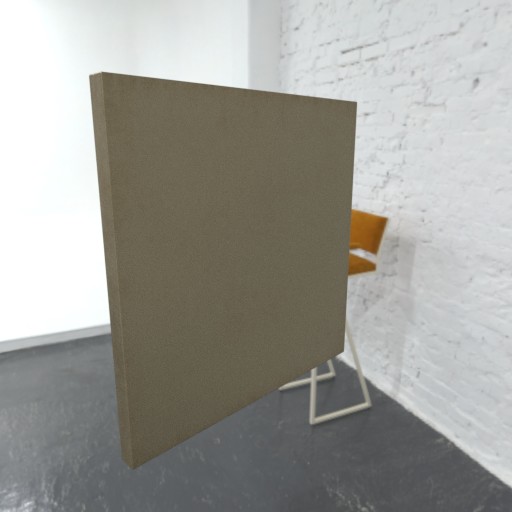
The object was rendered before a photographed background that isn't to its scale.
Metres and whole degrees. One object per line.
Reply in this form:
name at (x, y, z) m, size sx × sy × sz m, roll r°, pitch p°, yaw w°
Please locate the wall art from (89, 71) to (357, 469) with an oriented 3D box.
wall art at (0.000, 0.000, 0.723) m, size 0.503 × 0.506 × 0.030 m, roll -14°, pitch 20°, yaw -43°
